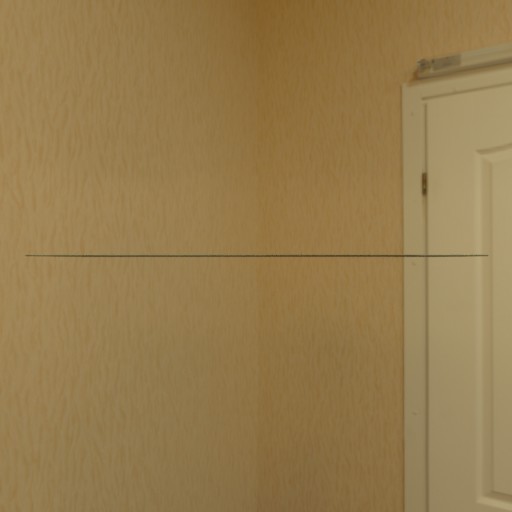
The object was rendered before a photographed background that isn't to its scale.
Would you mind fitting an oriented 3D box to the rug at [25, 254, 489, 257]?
[{"bbox_3d":[0.000,0.000,2.507,2.275,0.009,0.684,0,0,1],"label":"rug"}]
